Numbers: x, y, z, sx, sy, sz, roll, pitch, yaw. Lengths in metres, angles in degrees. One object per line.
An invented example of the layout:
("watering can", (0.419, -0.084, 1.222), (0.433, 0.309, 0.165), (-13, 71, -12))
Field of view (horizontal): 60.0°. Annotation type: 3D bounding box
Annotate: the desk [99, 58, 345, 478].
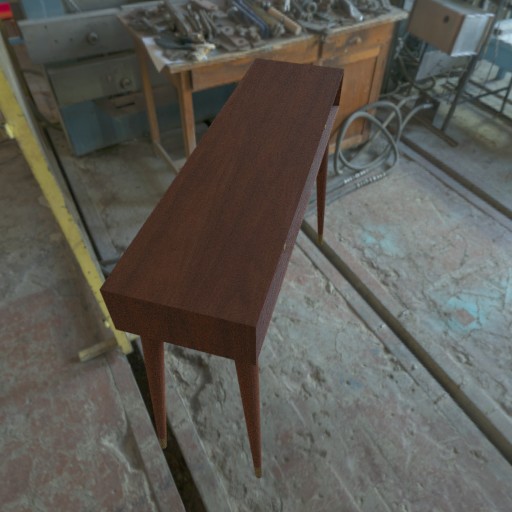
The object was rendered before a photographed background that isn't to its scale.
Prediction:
("desk", (0.000, 0.000, 1.633), (0.384, 0.917, 1.204), (12, 48, 11))
